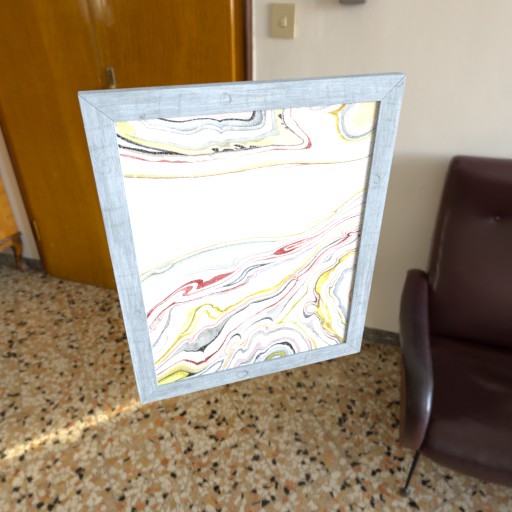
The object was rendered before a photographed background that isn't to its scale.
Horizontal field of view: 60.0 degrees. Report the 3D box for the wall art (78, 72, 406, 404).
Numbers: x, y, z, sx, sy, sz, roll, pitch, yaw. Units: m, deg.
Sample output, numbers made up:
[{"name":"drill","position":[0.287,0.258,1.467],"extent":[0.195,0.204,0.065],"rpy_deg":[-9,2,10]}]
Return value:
[{"name":"wall art","position":[0.000,0.000,0.783],"extent":[0.479,0.582,0.022],"rpy_deg":[-9,33,-15]}]
